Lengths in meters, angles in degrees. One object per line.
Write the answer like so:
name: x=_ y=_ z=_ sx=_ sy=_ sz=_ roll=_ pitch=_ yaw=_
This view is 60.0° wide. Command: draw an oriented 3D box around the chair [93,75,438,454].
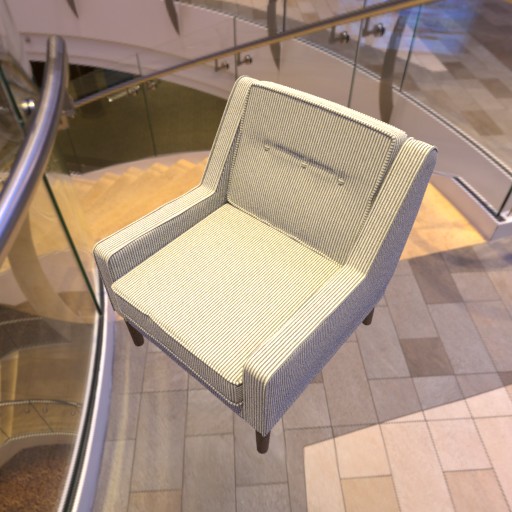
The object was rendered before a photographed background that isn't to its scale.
chair: x=0.000 y=0.000 z=1.356 sx=0.663 sy=0.792 sz=0.743 roll=31 pitch=53 yaw=27
